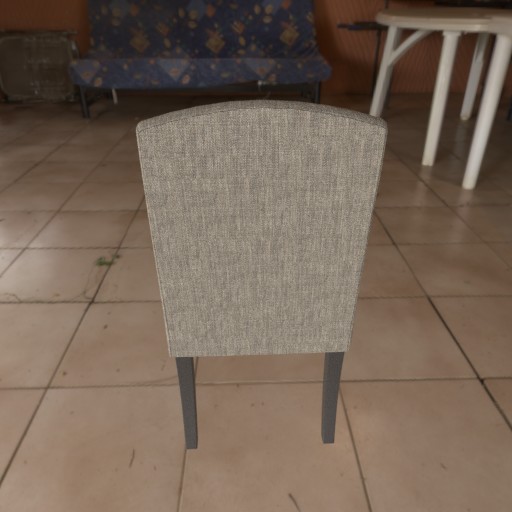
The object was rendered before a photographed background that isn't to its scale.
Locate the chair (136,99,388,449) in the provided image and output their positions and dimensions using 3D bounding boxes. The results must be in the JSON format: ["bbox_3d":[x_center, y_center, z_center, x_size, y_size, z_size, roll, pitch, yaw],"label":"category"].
[{"bbox_3d":[0.000,0.000,1.217,0.451,0.917,0.580,-1,30,-2],"label":"chair"}]
